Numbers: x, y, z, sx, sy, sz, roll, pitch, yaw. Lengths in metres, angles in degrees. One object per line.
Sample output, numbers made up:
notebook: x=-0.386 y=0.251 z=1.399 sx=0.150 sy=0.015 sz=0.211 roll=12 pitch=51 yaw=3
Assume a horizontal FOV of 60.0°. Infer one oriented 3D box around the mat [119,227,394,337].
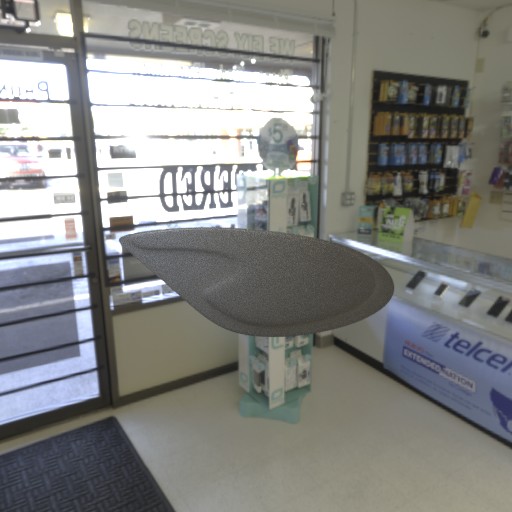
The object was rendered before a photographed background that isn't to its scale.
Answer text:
mat: x=0.000 y=0.000 z=1.898 sx=0.913 sy=0.013 sz=1.524 roll=-8 pitch=17 yaw=-28
